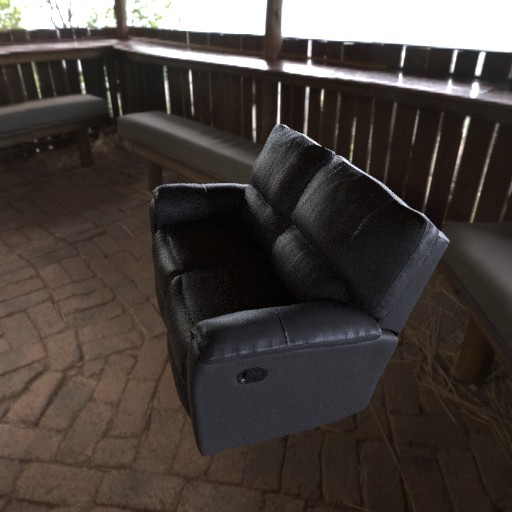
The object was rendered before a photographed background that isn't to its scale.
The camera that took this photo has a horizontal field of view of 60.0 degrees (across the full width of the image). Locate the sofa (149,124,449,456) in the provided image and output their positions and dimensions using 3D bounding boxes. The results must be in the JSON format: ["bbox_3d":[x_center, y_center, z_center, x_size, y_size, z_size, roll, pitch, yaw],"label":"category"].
[{"bbox_3d":[0.000,0.000,2.465,1.104,1.111,1.765,-9,31,-15],"label":"sofa"}]
